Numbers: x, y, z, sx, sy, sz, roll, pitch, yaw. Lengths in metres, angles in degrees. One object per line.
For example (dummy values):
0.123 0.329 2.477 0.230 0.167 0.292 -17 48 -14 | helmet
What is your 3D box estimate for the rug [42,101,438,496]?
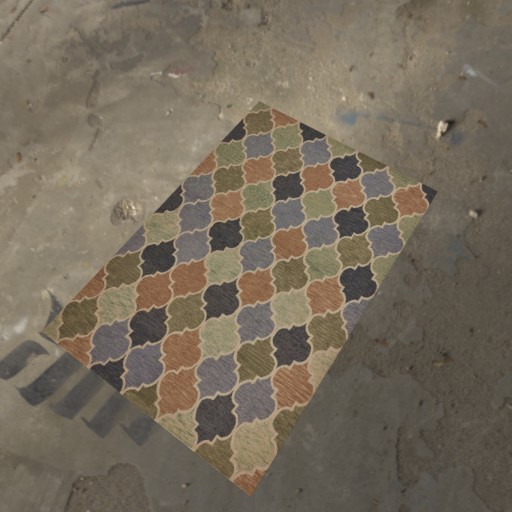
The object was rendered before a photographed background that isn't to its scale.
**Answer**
0.000 0.000 2.302 1.216 0.006 1.828 32 67 15 | rug
